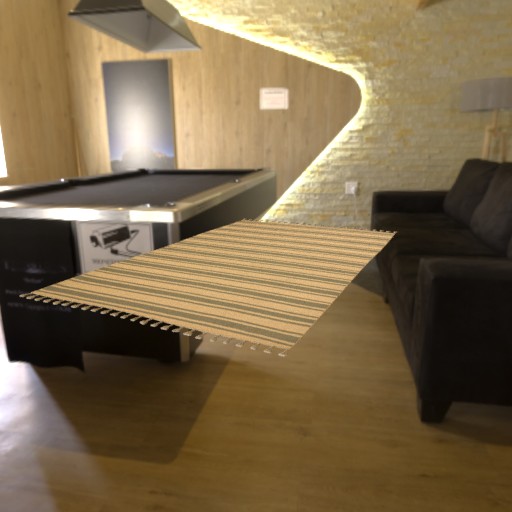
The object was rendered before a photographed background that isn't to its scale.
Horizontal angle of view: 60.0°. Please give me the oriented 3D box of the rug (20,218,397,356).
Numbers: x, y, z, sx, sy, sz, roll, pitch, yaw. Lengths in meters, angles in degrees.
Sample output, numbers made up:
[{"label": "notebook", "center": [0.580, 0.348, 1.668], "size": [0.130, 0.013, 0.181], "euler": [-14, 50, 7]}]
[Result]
[{"label": "rug", "center": [0.000, 0.000, 2.510], "size": [1.222, 0.009, 2.084], "euler": [7, 17, 25]}]
